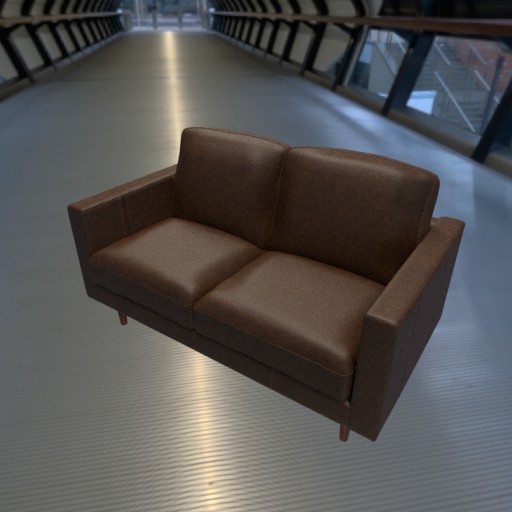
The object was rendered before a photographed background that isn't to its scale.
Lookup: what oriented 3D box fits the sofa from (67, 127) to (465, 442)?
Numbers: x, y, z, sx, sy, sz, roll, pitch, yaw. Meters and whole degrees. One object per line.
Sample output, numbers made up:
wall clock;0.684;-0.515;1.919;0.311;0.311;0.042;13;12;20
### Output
sofa;0.000;0.000;2.077;1.578;0.951;0.909;19;35;29
